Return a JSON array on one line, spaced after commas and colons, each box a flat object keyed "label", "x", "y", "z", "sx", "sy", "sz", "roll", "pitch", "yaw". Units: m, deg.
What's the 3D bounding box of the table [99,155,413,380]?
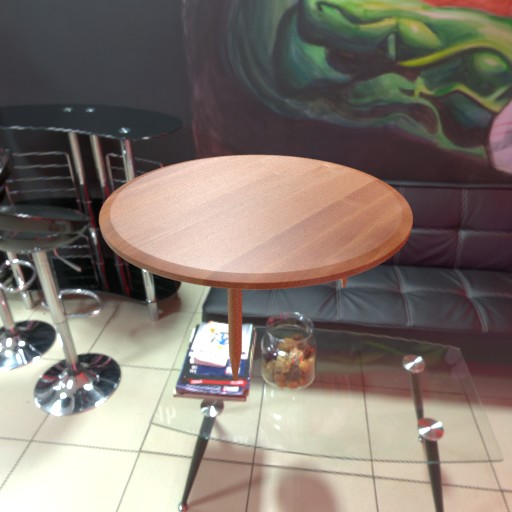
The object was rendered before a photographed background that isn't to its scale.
[{"label": "table", "x": 0.000, "y": 0.000, "z": 1.426, "sx": 0.900, "sy": 0.400, "sz": 0.900, "roll": 0, "pitch": 30, "yaw": 0}]
